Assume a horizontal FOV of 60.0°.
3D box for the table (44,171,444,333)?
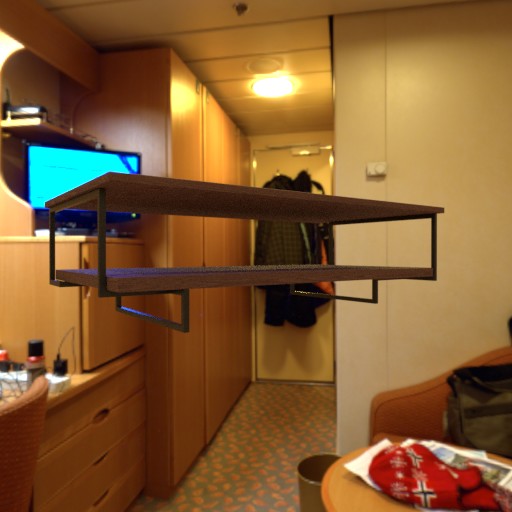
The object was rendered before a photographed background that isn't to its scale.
[{"bbox_3d":[0.000,0.000,1.503,1.197,0.347,0.651,0,0,-36],"label":"table"}]
